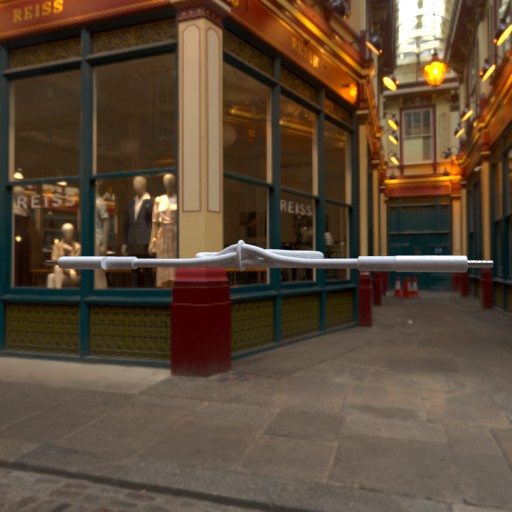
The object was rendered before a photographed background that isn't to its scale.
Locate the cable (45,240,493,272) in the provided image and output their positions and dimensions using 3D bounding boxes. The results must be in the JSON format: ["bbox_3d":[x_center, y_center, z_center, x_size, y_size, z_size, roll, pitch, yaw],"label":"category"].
[{"bbox_3d":[0.000,0.000,0.225,0.203,0.014,0.070,0,0,17],"label":"cable"}]
